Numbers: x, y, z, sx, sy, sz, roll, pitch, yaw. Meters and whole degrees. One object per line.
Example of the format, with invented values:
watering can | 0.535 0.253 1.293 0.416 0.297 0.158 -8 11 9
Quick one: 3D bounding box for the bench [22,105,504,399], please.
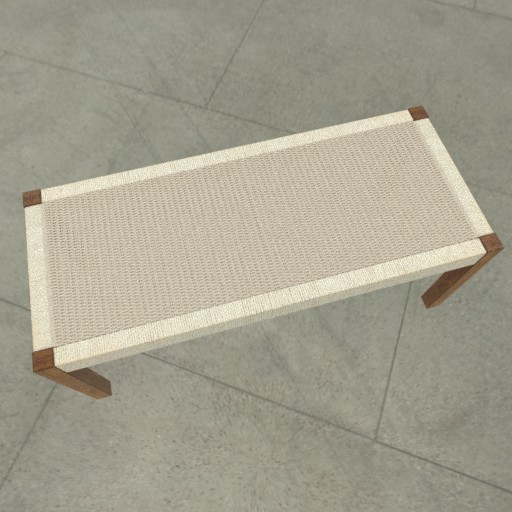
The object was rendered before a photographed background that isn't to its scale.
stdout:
bench | 0.000 0.000 1.392 1.198 0.457 0.507 -14 65 -7
